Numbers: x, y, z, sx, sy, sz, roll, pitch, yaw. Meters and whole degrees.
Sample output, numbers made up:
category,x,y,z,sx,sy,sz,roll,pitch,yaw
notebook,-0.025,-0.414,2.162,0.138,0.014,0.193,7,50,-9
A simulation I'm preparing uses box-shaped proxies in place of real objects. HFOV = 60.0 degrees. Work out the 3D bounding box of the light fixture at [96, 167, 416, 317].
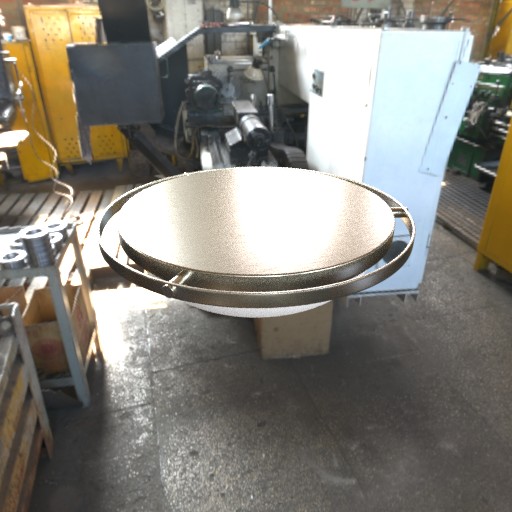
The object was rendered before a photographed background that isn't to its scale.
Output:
category,x,y,z,sx,sy,sz,roll,pitch,yaw
light fixture,0.000,0.000,0.553,0.361,0.130,0.361,0,28,0
